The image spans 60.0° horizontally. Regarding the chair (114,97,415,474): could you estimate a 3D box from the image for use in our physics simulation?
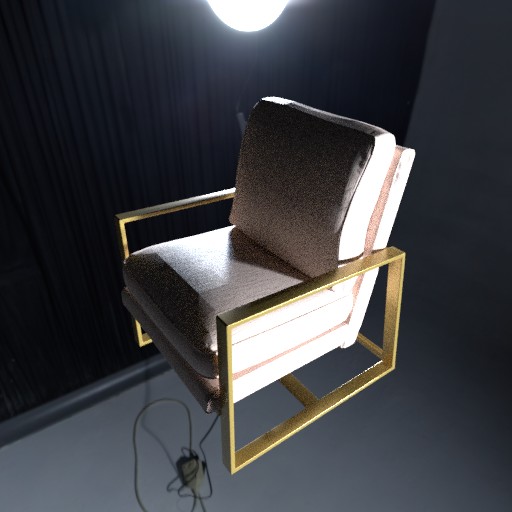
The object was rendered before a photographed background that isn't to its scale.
[{"bbox_3d":[0.000,0.000,1.570,0.813,0.956,0.758,-20,37,-30],"label":"chair"}]
